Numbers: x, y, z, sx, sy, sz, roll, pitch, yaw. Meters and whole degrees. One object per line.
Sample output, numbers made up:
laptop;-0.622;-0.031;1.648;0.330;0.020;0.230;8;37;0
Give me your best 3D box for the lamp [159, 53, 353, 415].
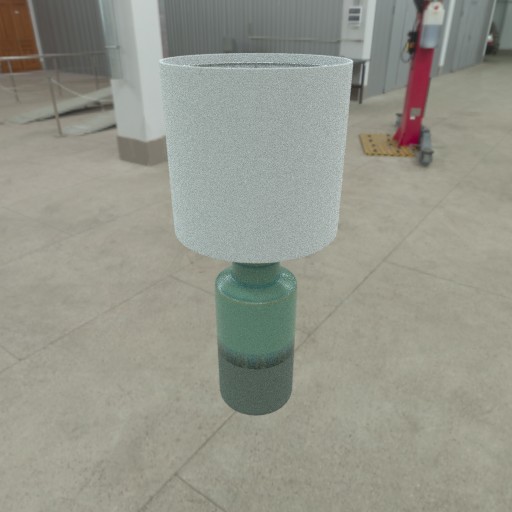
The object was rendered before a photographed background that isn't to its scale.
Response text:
lamp;0.000;0.000;0.606;0.212;0.493;0.212;0;28;0
